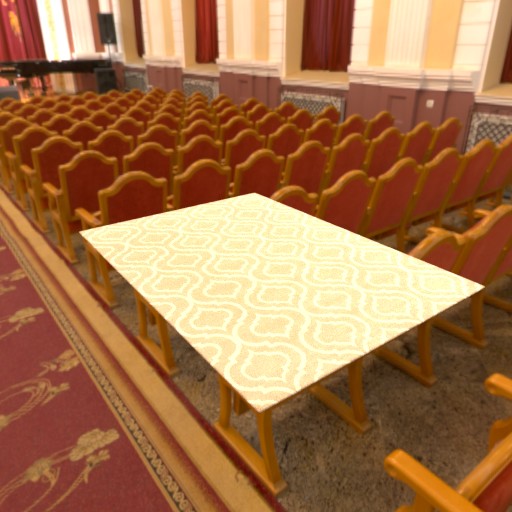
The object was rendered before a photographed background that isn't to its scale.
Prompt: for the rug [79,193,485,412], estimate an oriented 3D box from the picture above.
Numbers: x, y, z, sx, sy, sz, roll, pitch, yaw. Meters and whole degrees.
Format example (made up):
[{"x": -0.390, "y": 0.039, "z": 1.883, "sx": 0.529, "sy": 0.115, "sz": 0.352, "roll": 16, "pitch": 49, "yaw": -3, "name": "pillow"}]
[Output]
[{"x": 0.000, "y": 0.000, "z": 4.375, "sx": 2.438, "sy": 0.010, "sz": 3.353, "roll": -18, "pitch": 31, "yaw": -33, "name": "rug"}]
